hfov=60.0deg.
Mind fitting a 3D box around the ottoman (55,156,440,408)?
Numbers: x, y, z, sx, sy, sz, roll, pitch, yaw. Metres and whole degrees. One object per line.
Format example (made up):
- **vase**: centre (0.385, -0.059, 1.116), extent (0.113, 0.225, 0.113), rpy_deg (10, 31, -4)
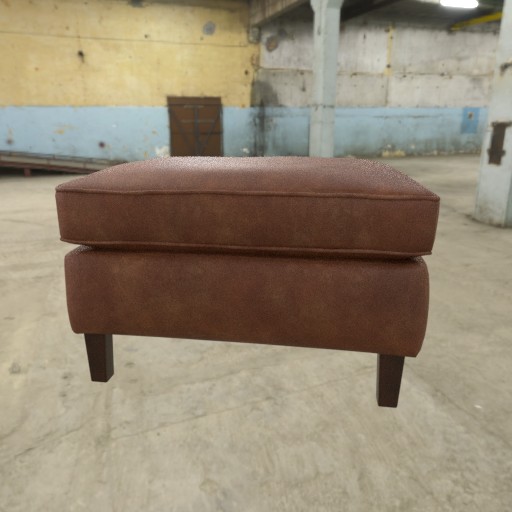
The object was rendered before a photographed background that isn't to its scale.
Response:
- **ottoman**: centre (0.000, 0.000, 0.983), extent (0.665, 0.418, 0.501), rpy_deg (2, 17, 8)
